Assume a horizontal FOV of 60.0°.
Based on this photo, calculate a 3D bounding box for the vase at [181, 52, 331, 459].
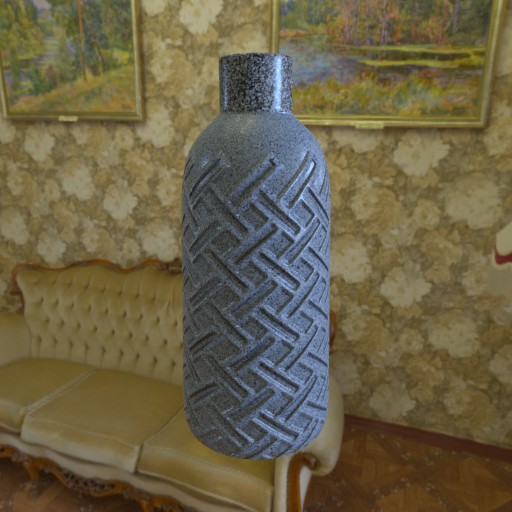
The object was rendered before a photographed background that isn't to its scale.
[{"bbox_3d":[0.000,0.000,0.343,0.122,0.282,0.122,0,16,0],"label":"vase"}]
